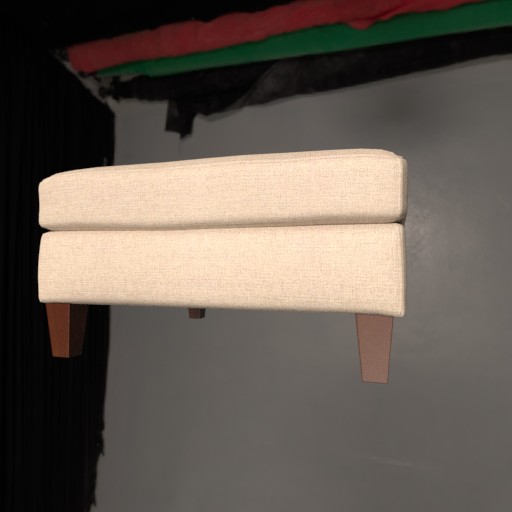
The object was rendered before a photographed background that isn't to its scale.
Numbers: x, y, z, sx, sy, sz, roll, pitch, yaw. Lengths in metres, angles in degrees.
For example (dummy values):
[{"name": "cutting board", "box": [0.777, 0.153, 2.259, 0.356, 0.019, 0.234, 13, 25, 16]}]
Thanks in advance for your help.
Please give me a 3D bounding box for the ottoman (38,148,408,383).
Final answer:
[{"name": "ottoman", "box": [0.000, 0.000, 1.303, 0.838, 0.481, 0.838, 0, -1, 18]}]
